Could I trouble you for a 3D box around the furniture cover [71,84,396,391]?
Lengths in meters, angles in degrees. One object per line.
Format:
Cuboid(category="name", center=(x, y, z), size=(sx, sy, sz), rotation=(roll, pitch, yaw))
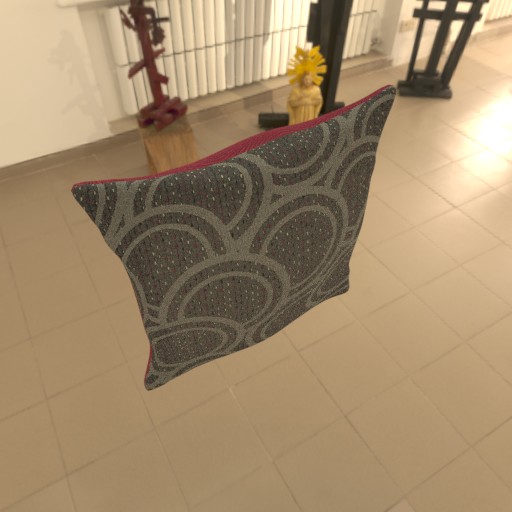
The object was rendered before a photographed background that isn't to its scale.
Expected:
Cuboid(category="furniture cover", center=(0.000, 0.000, 0.799), size=(0.514, 0.513, 0.163), rotation=(-23, 51, -20))
